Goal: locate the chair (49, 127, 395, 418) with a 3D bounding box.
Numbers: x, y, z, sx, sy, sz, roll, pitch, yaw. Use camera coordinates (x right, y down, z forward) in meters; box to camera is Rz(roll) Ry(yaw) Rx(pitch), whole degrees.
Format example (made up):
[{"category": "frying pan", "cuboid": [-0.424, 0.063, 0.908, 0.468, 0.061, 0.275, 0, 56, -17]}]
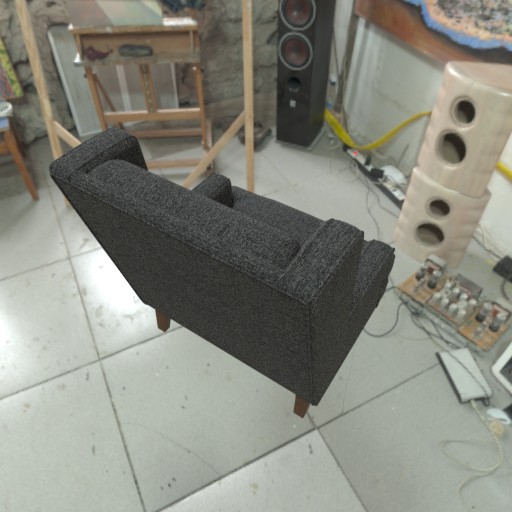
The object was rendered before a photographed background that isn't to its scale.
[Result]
[{"category": "chair", "cuboid": [0.000, 0.000, 1.820, 0.942, 1.082, 0.927, 26, 52, 22]}]
